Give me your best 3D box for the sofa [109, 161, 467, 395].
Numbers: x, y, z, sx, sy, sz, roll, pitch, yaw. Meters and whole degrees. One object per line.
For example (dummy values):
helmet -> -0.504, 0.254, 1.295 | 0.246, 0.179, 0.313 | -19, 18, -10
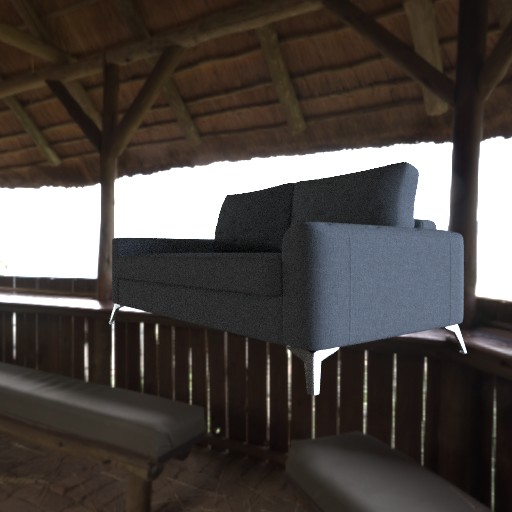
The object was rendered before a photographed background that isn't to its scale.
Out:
sofa -> 0.000, 0.000, 2.165 | 0.920, 0.790, 1.650 | 0, 0, -38
